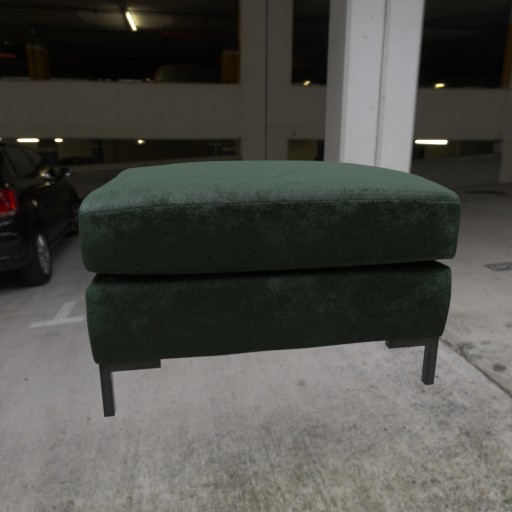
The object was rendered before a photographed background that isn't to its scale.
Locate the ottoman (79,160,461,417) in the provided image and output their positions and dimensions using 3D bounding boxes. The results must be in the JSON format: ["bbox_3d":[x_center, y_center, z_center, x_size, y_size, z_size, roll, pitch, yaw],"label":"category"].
[{"bbox_3d":[0.000,0.000,1.296,0.839,0.538,0.701,-3,15,-9],"label":"ottoman"}]
